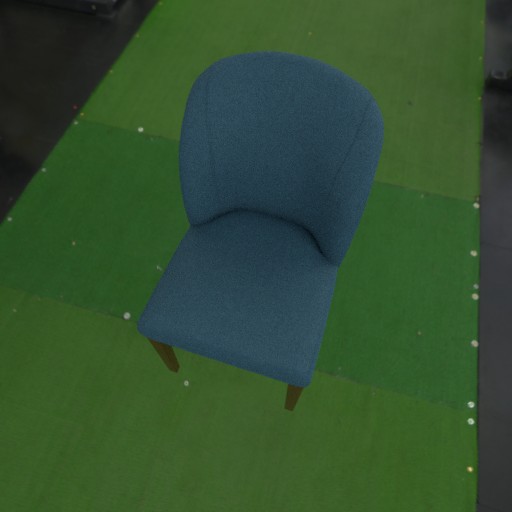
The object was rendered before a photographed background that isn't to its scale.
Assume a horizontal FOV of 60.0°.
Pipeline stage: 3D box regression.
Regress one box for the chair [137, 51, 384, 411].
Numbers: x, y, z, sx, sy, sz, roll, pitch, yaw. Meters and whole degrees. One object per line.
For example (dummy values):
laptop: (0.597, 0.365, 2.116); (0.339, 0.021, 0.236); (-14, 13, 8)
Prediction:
chair: (0.000, 0.000, 1.272); (0.507, 0.879, 0.620); (16, 61, 9)
